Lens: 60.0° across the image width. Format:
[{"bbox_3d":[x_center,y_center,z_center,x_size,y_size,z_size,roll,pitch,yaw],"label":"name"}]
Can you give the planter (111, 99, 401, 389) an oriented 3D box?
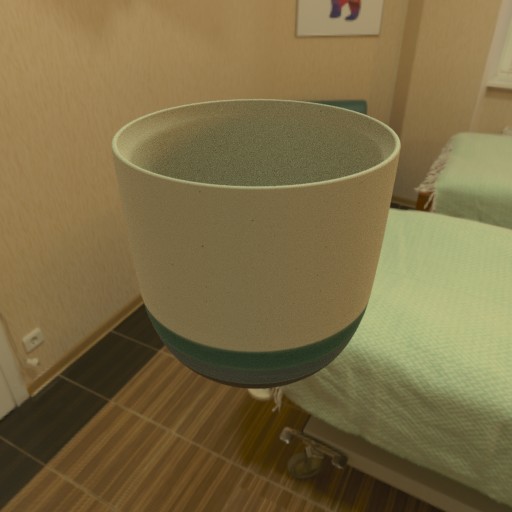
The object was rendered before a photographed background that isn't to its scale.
[{"bbox_3d":[0.000,0.000,0.380,0.204,0.214,0.204,0,32,0],"label":"planter"}]
